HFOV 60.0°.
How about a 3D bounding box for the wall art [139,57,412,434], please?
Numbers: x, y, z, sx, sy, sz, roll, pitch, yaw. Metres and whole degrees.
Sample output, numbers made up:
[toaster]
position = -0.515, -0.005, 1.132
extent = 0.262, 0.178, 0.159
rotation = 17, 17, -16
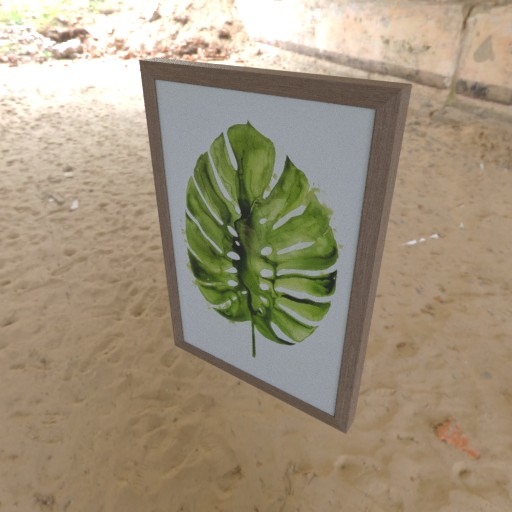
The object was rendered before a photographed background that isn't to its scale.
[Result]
[wall art]
position = 0.000, 0.000, 0.652
extent = 0.358, 0.510, 0.032
rotation = 19, 36, 28
